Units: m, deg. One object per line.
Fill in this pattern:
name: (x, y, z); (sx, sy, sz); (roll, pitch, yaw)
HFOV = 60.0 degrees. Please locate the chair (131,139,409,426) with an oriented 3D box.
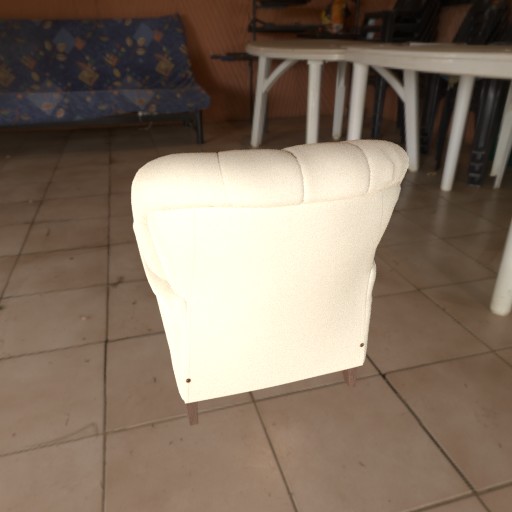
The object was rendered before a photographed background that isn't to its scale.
chair: (0.000, 0.000, 2.021); (1.035, 1.169, 1.132); (-8, 28, -15)
